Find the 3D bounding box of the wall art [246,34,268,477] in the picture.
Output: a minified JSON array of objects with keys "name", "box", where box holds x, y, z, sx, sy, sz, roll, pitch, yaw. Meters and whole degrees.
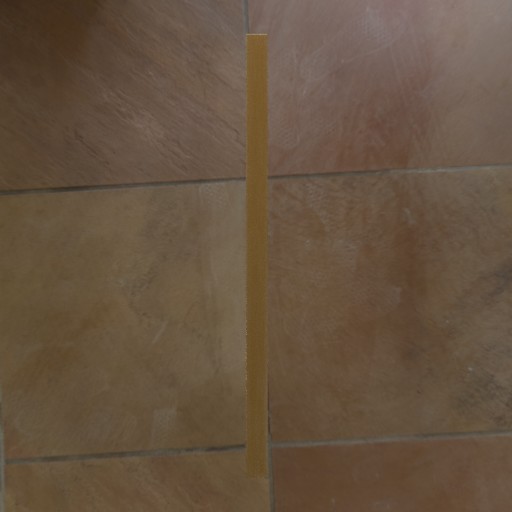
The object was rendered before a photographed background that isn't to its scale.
[{"name":"wall art","box":[0.000,0.000,1.141,0.037,0.760,0.762,0,90,0]}]
